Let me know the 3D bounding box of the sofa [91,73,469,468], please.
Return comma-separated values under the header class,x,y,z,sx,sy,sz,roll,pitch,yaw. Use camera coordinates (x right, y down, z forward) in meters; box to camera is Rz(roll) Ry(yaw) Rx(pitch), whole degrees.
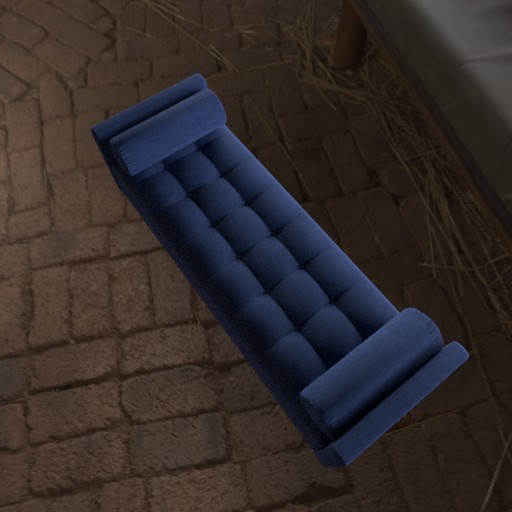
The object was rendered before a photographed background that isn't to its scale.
class,x,y,z,sx,sy,sz,roll,pitch,yaw
sofa,0.000,0.000,2.300,0.686,0.635,1.981,-34,69,-15
